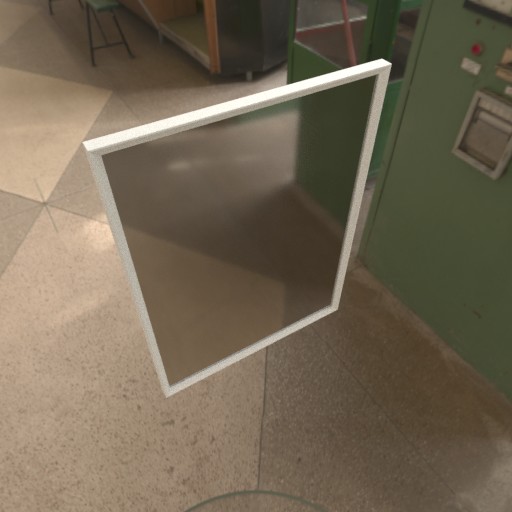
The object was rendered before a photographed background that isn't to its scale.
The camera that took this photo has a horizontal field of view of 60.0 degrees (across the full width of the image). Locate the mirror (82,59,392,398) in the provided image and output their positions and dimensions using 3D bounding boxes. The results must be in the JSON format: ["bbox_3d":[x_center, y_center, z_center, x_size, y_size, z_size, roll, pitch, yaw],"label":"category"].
[{"bbox_3d":[0.000,0.000,1.349,0.762,1.016,0.041,-23,51,-21],"label":"mirror"}]
